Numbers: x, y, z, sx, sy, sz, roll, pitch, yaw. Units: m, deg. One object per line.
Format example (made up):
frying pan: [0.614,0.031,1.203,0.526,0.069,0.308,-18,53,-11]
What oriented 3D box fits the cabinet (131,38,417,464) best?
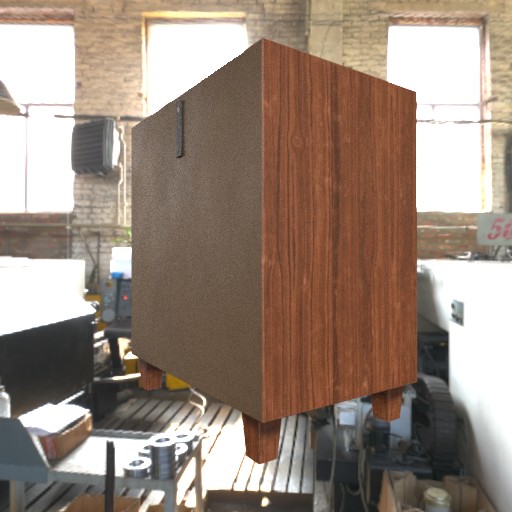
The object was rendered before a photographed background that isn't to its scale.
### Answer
cabinet: [0.000,0.000,1.066,0.410,0.695,0.607,0,0,-35]
